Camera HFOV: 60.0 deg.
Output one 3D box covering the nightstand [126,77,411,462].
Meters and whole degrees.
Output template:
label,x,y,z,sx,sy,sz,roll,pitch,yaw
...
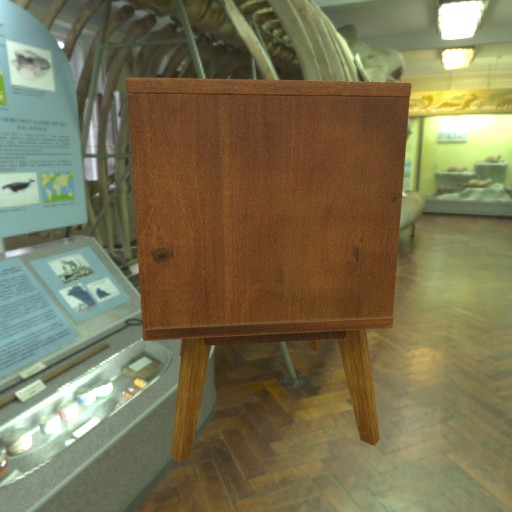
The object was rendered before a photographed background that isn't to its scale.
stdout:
label,x,y,z,sx,sy,sz,roll,pitch,yaw
nightstand,0.000,0.000,0.915,0.411,0.618,0.460,-2,14,-7
